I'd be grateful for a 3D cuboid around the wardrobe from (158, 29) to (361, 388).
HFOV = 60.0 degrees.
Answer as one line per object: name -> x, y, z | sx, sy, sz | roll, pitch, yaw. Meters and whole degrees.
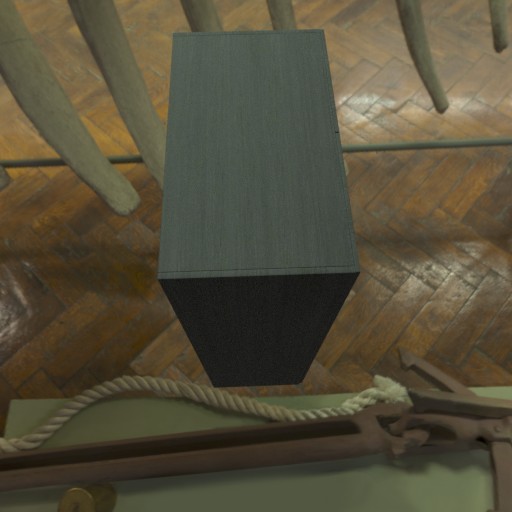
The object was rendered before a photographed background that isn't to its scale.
wardrobe -> 0.000, 0.000, 2.247 | 0.577, 1.808, 0.991 | -2, 64, -1
